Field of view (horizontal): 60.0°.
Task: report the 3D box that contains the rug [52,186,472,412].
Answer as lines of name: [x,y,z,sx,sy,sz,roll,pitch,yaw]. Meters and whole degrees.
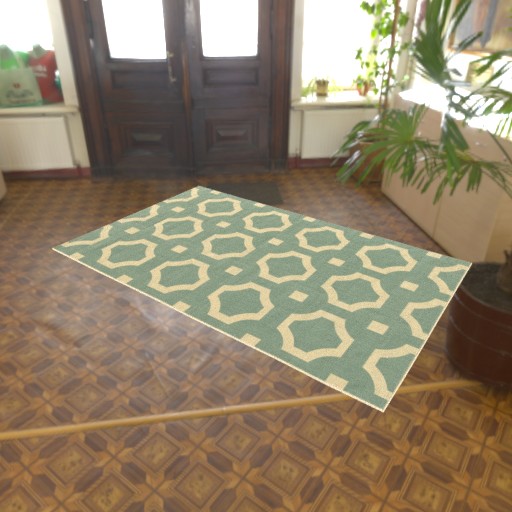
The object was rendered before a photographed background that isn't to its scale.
rug: [0.000,0.000,3.030,2.443,0.015,1.528,20,35,31]
